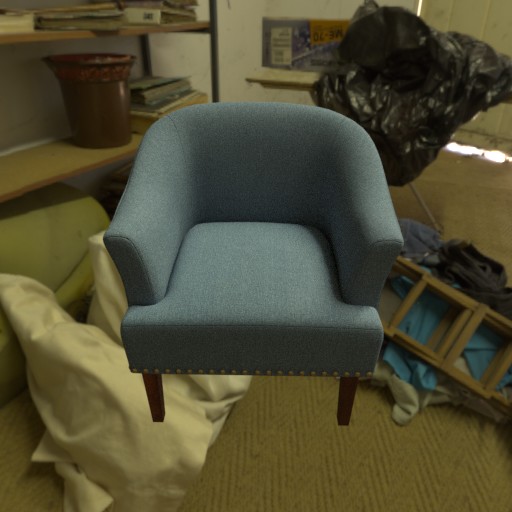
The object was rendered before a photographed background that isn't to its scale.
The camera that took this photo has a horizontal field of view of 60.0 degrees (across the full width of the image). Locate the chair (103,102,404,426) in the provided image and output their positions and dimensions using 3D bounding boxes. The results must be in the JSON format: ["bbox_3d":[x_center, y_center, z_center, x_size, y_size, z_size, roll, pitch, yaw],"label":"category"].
[{"bbox_3d":[0.000,0.000,1.409,0.772,0.815,0.704,1,30,1],"label":"chair"}]
